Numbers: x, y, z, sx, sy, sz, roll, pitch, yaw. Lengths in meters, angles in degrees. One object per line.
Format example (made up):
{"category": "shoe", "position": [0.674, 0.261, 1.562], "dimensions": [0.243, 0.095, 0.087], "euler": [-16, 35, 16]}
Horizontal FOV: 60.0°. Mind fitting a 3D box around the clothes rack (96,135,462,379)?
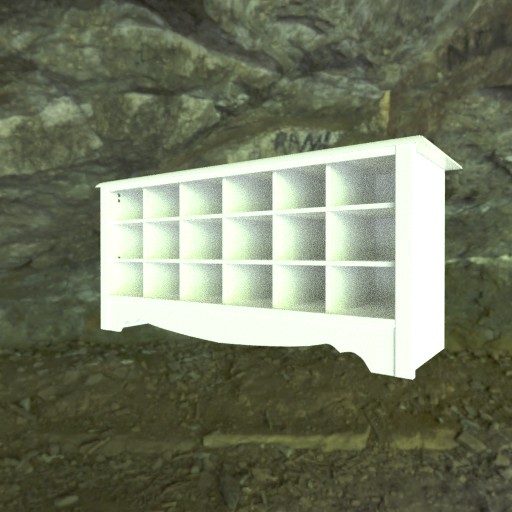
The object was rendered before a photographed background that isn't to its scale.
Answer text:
{"category": "clothes rack", "position": [0.000, 0.000, 1.508], "dimensions": [1.218, 0.558, 0.405], "euler": [0, 0, 35]}
